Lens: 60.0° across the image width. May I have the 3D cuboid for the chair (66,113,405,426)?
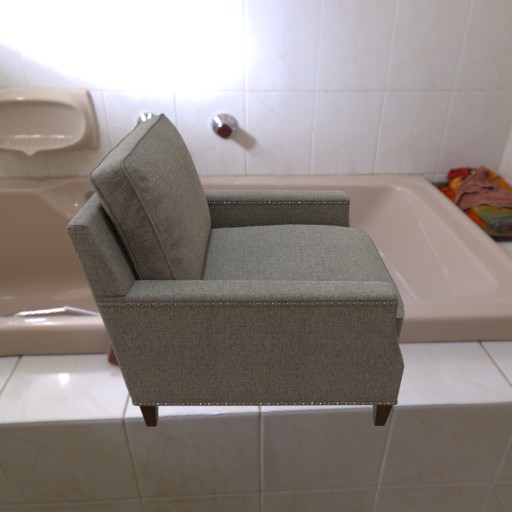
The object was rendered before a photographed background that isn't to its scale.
[{"bbox_3d":[0.000,0.000,1.695,1.014,0.943,0.853,0,30,0],"label":"chair"}]
